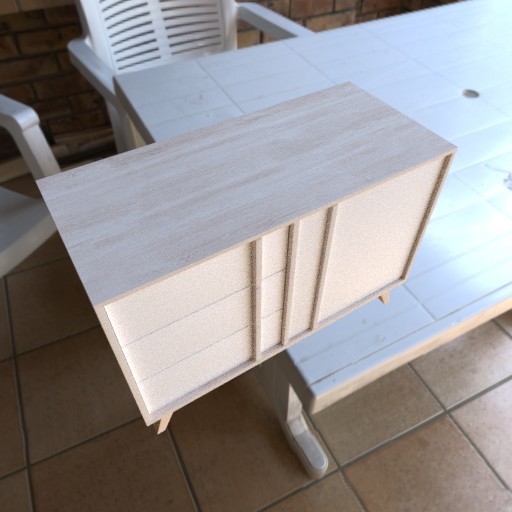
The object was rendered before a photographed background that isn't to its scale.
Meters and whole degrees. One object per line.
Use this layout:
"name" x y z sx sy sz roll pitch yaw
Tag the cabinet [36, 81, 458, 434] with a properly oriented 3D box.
"cabinet" 0.000 0.000 1.553 1.110 0.780 0.500 -25 52 -21
